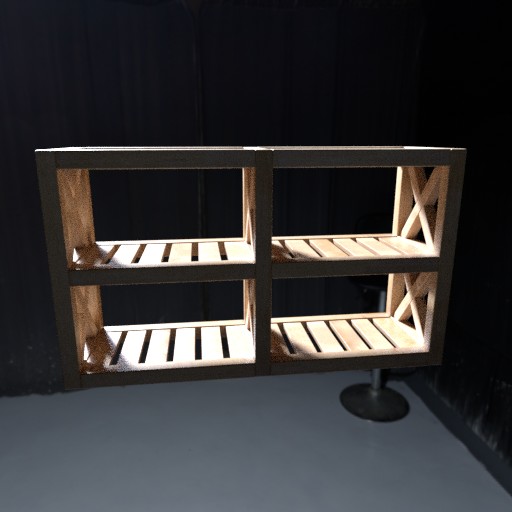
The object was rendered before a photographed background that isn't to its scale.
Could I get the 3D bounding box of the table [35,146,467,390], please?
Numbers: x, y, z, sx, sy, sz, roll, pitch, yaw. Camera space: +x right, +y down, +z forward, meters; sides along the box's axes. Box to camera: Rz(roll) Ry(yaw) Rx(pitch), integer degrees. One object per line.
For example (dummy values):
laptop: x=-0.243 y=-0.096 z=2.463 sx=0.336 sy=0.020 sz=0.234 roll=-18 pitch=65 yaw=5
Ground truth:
table: x=0.000 y=0.000 z=1.610 sx=1.320 sy=0.762 sz=0.381 roll=-2 pitch=15 yaw=-7
